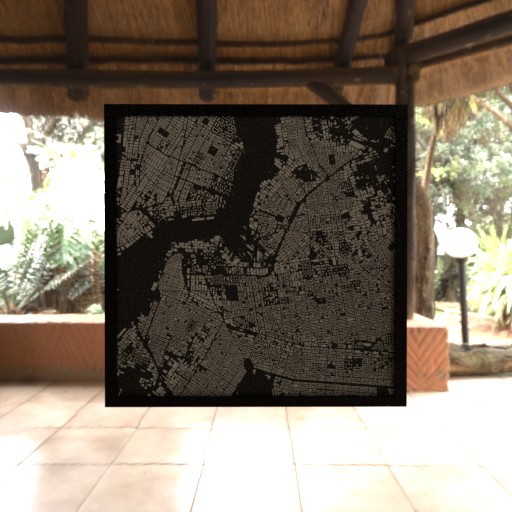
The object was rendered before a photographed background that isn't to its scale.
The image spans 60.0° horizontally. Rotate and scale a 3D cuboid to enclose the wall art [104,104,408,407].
[{"bbox_3d":[0.000,0.000,0.759,0.506,0.506,0.038,0,1,0],"label":"wall art"}]
